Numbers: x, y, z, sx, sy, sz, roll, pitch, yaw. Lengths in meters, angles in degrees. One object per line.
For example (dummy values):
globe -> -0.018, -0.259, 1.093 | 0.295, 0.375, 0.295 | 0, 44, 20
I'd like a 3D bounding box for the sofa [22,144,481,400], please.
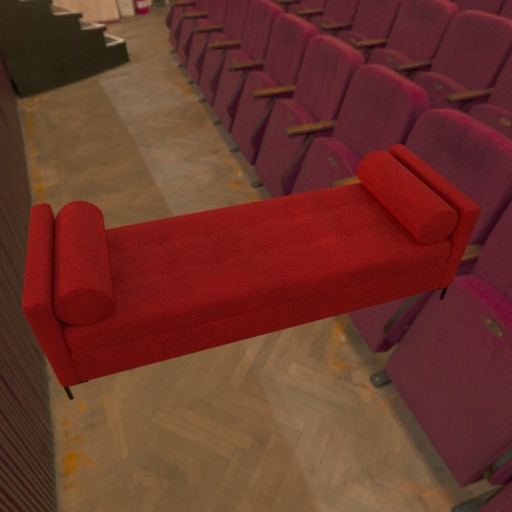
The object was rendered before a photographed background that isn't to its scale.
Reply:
sofa -> 0.000, 0.000, 2.243 | 1.981, 0.635, 0.686 | -12, 42, -14
